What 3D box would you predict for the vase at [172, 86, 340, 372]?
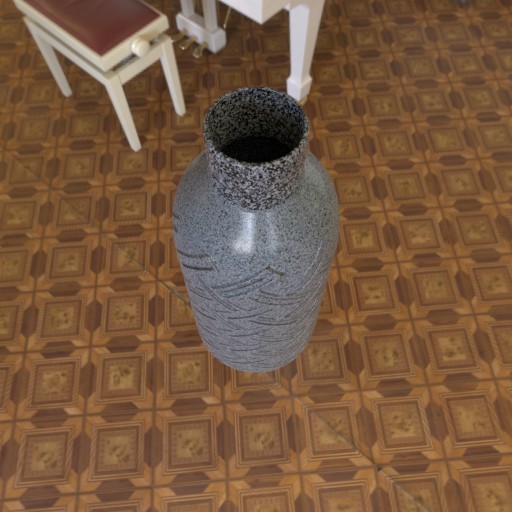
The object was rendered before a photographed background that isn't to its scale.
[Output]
[{"bbox_3d":[0.000,0.000,0.337,0.122,0.282,0.122,0,64,0],"label":"vase"}]
